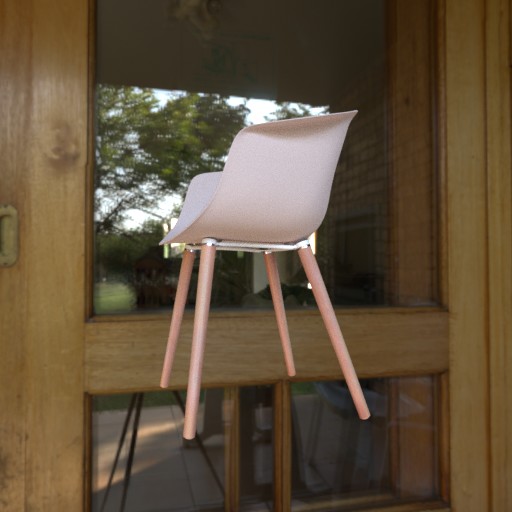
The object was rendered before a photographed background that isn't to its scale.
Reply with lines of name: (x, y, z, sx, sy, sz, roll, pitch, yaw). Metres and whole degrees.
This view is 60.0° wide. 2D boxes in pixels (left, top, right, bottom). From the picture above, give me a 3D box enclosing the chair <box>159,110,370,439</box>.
chair: (0.000, 0.000, 1.204, 0.504, 0.781, 0.593, 0, -1, -19)
